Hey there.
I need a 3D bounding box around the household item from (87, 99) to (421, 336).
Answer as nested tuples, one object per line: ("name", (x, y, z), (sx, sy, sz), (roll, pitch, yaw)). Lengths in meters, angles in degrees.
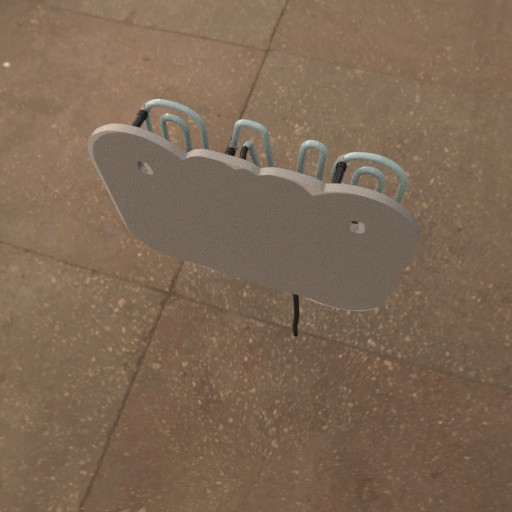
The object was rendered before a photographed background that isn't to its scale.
("household item", (0.000, 0.000, 0.378), (0.211, 0.294, 0.042), (17, 64, 8))
